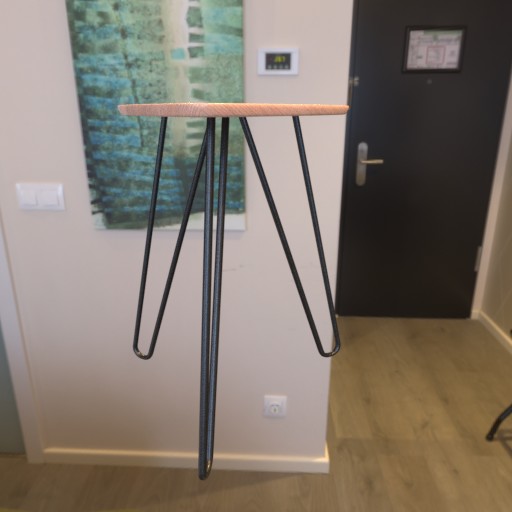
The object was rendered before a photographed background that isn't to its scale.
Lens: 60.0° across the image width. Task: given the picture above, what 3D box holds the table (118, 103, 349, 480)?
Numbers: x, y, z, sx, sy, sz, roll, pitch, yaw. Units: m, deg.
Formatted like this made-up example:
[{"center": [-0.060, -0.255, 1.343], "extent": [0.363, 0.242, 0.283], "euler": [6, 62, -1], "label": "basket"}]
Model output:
[{"center": [0.000, 0.000, 0.876], "extent": [0.455, 0.564, 0.442], "euler": [-9, 20, -26], "label": "table"}]
